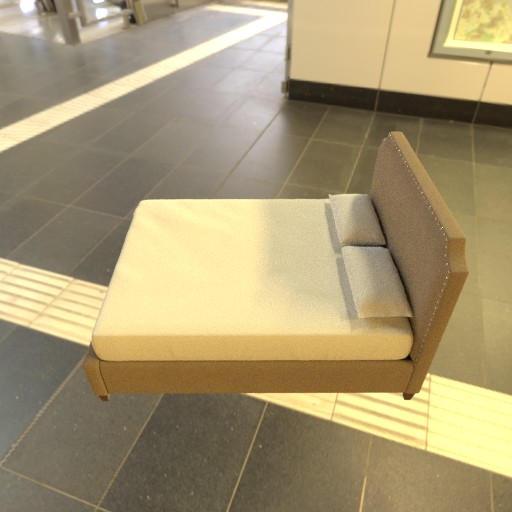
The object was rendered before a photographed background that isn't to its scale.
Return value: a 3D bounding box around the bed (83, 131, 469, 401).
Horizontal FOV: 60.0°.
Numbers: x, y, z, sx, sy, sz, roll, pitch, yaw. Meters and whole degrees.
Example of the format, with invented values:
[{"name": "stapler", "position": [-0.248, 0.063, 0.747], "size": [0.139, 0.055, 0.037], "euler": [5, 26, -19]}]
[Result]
[{"name": "bed", "position": [0.000, 0.000, 3.435], "size": [2.329, 1.415, 1.703], "euler": [0, 40, 0]}]
